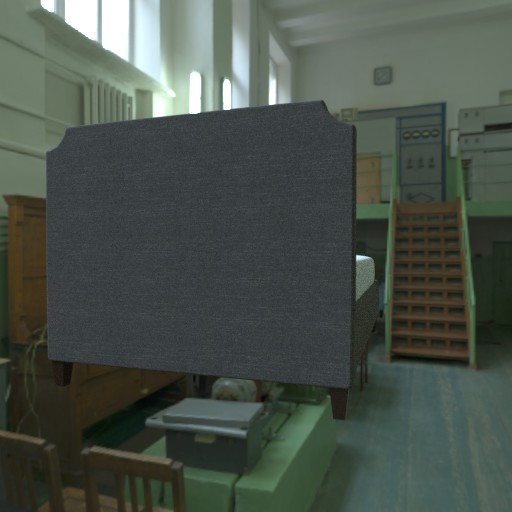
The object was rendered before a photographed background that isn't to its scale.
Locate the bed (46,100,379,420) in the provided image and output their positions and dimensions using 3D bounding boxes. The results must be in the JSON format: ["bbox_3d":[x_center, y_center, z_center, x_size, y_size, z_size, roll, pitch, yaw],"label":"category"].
[{"bbox_3d":[0.000,0.000,3.359,1.713,1.457,2.381,0,1,18],"label":"bed"}]
